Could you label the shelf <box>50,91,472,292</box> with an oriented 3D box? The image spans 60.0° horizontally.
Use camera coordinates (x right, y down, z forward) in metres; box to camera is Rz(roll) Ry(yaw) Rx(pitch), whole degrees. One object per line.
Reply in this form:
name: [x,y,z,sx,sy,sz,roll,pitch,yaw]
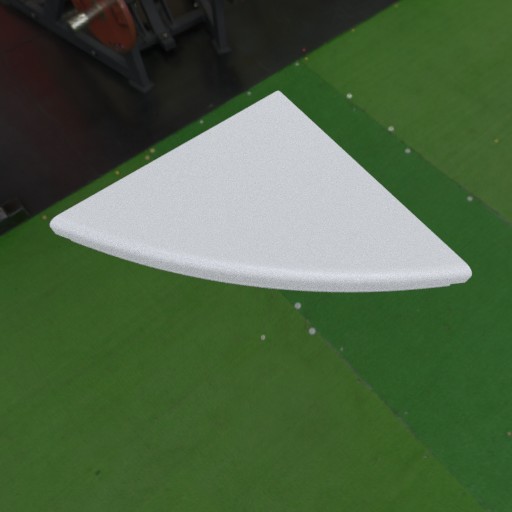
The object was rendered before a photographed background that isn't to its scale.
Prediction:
shelf: [0.000,0.000,0.468,0.310,0.050,0.310,-35,68,-16]
